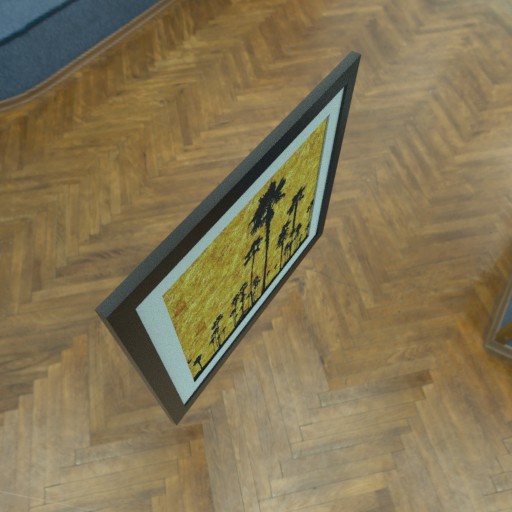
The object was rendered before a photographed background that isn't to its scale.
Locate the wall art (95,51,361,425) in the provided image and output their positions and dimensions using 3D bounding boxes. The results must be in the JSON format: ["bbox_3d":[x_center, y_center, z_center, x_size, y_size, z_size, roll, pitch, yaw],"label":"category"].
[{"bbox_3d":[0.000,0.000,0.536,0.012,0.332,0.383,30,62,18],"label":"wall art"}]
